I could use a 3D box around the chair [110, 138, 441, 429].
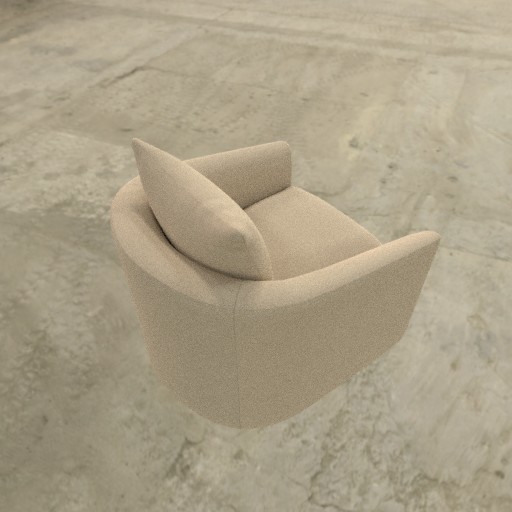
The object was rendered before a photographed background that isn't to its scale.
[{"bbox_3d":[0.000,0.000,1.583,0.910,0.848,0.845,-26,48,-26],"label":"chair"}]
